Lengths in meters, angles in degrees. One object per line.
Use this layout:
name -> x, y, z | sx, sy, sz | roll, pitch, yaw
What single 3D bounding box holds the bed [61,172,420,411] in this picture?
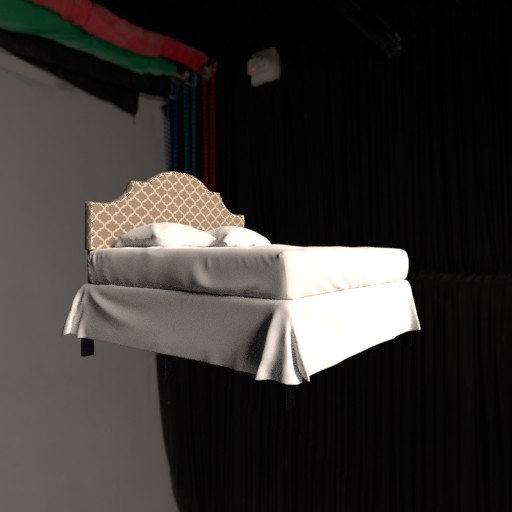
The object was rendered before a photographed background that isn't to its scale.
bed -> 0.000, 0.000, 3.774 | 2.222, 1.601, 2.314 | 1, 1, 37
